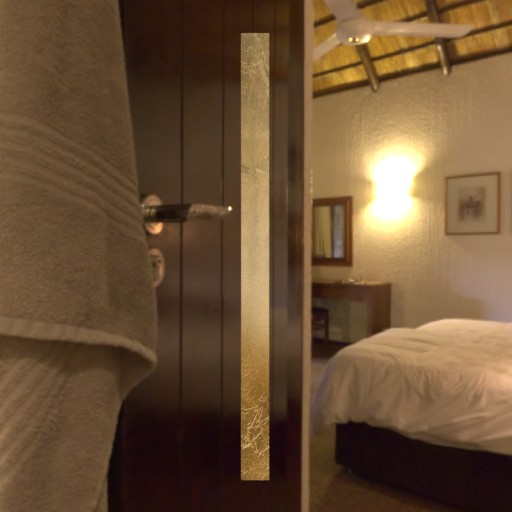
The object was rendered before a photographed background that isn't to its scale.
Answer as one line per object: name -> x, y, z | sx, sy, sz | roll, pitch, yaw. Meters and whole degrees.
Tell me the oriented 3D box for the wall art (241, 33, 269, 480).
wall art -> 0.000, 0.000, 0.909 | 0.038, 0.610, 0.610 | 0, 0, 0
